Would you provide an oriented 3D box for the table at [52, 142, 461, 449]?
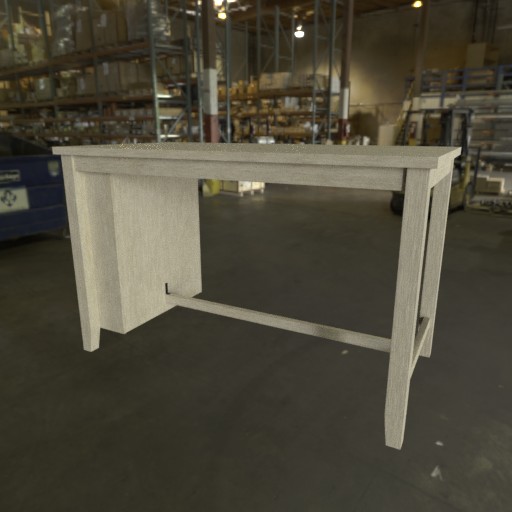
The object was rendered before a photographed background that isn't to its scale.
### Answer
[{"bbox_3d":[0.000,0.000,1.827,1.397,0.874,0.729,8,18,27],"label":"table"}]
